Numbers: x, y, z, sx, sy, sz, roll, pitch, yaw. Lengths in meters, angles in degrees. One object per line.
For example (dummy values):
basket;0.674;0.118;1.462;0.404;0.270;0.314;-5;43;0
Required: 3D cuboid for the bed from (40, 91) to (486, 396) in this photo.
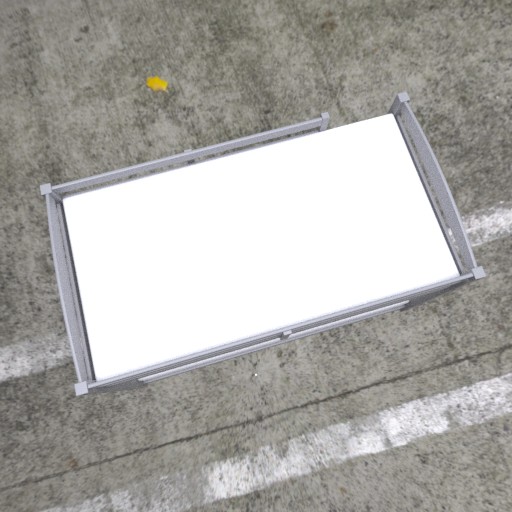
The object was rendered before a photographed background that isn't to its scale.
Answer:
bed;0.000;0.000;2.754;2.013;1.206;1.105;-16;76;-4
